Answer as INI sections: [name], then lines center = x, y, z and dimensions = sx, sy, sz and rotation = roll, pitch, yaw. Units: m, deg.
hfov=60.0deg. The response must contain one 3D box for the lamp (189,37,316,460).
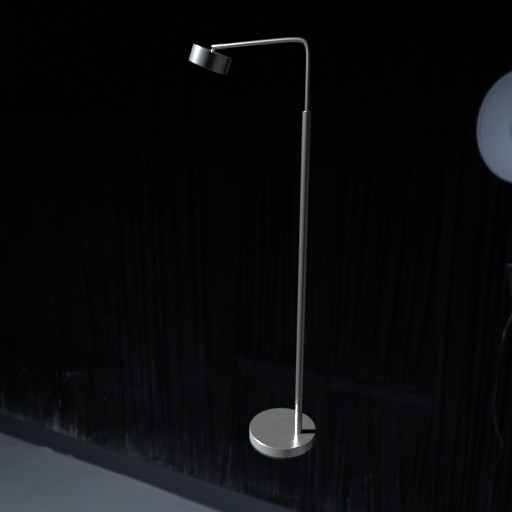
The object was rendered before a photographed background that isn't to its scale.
[lamp]
center = 0.000, 0.000, 1.391
dimensions = 0.421, 1.250, 0.222
rotation = 7, 16, 25
